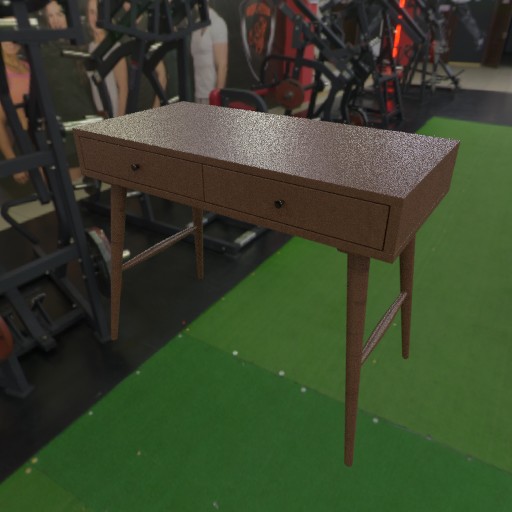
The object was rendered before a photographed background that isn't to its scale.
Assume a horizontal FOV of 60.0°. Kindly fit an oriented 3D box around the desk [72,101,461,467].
[{"bbox_3d":[0.000,0.000,1.386,0.949,0.758,0.510,18,34,29],"label":"desk"}]
